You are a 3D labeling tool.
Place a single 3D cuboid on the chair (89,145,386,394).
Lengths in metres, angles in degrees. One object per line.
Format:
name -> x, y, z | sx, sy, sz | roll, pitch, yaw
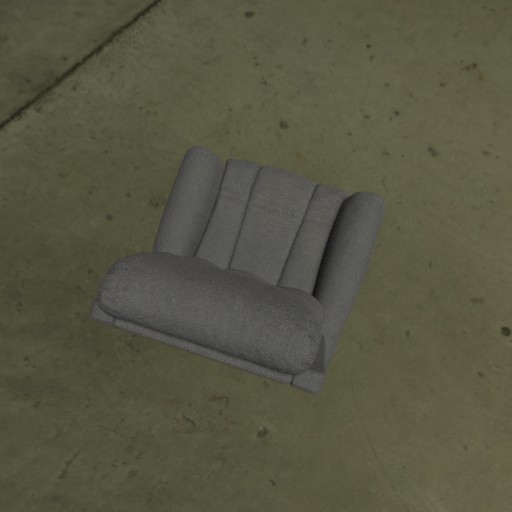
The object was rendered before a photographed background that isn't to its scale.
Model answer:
chair -> 0.000, 0.000, 1.723 | 0.871, 1.031, 0.979 | 17, 66, 8
